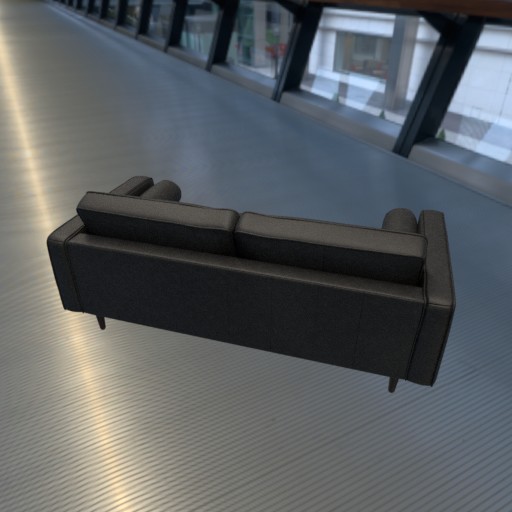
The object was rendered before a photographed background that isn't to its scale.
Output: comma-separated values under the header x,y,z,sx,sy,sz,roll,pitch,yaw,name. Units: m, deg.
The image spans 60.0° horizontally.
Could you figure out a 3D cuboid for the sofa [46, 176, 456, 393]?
x,y,z,sx,sy,sz,roll,pitch,yaw,name
0.000,0.000,2.354,1.879,0.770,0.921,9,32,14,sofa
